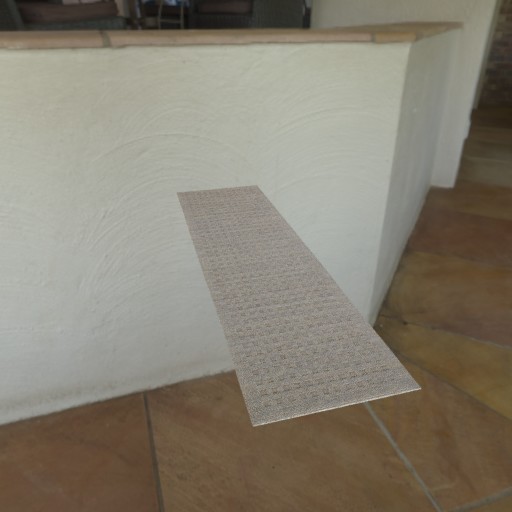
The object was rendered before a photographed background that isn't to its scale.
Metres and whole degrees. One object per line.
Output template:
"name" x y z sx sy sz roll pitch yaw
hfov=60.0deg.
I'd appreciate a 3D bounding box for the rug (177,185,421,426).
"rug" 0.000 0.000 2.689 0.688 0.005 2.437 -7 29 -13
